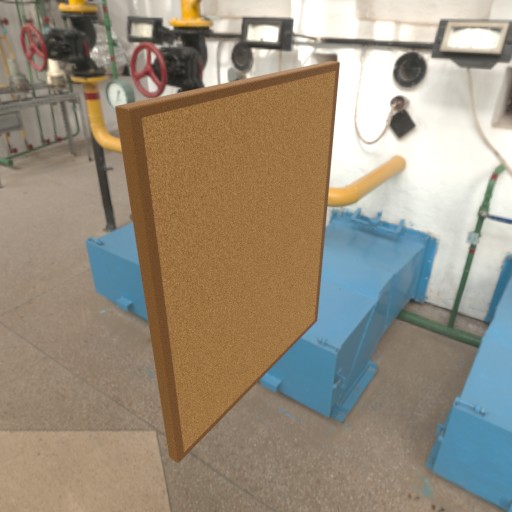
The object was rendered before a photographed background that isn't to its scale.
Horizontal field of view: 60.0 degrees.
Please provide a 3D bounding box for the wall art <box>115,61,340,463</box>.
[{"bbox_3d":[0.000,0.000,0.730,0.021,0.550,0.449,20,36,31],"label":"wall art"}]
